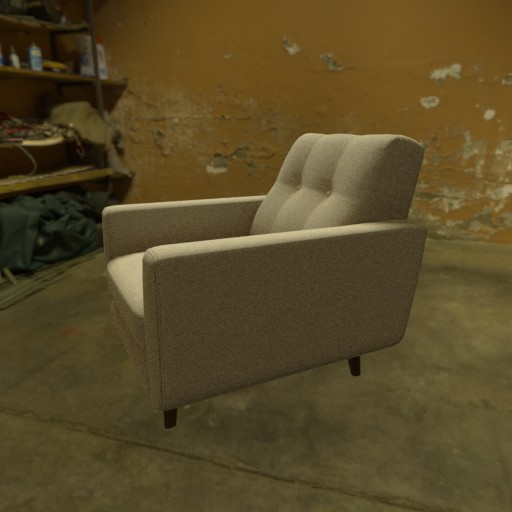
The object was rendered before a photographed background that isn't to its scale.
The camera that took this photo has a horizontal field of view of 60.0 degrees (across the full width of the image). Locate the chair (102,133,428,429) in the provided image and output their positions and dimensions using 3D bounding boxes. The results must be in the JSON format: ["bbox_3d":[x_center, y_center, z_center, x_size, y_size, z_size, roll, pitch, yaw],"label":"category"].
[{"bbox_3d":[0.000,0.000,1.822,1.128,0.965,0.897,-8,18,-26],"label":"chair"}]
